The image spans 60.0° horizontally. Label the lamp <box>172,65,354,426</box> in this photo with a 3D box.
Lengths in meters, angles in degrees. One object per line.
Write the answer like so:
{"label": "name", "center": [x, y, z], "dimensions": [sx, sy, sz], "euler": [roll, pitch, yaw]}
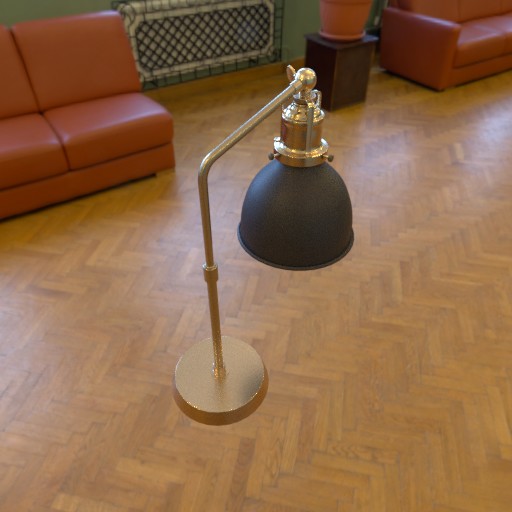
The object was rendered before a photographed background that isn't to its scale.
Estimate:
{"label": "lamp", "center": [0.000, 0.000, 0.587], "dimensions": [0.291, 0.456, 0.160], "euler": [-25, 46, -26]}
